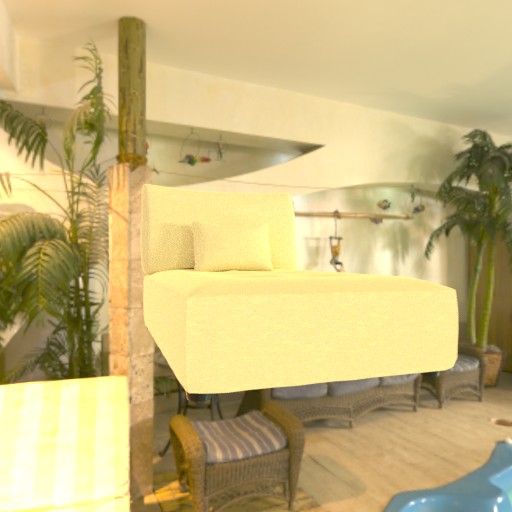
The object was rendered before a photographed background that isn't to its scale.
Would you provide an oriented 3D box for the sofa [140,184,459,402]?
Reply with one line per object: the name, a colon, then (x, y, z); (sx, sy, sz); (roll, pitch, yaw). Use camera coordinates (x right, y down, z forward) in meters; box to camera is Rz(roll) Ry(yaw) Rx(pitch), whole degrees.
sofa: (0.000, 0.000, 2.011); (0.930, 0.820, 1.450); (0, 0, -19)
